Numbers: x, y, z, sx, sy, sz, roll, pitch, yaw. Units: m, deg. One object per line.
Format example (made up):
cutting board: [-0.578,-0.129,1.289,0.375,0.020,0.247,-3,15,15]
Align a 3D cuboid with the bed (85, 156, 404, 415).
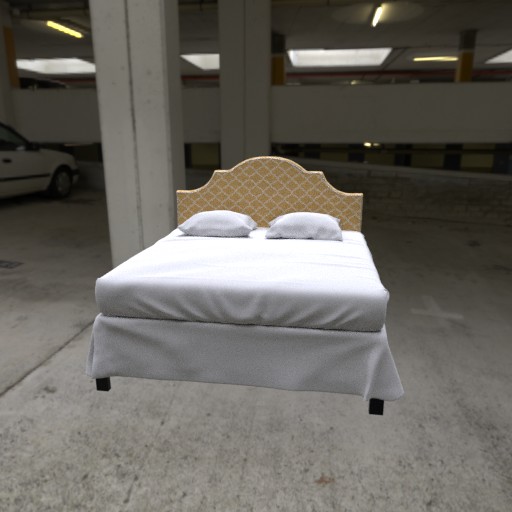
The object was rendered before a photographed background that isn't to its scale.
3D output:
bed: [0.000,0.000,3.853,2.314,1.601,2.222,2,15,8]
